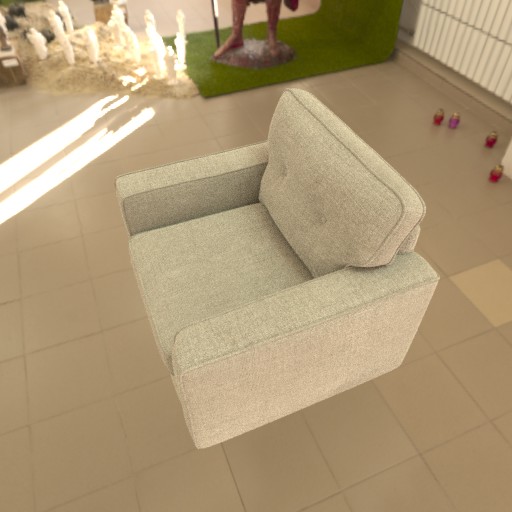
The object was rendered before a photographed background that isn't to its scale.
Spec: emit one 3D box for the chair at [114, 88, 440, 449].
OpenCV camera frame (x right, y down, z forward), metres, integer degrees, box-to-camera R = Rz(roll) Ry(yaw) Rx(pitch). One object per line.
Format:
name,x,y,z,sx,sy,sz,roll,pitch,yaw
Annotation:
chair,0.000,0.000,1.779,0.939,0.965,1.015,-17,49,-16
